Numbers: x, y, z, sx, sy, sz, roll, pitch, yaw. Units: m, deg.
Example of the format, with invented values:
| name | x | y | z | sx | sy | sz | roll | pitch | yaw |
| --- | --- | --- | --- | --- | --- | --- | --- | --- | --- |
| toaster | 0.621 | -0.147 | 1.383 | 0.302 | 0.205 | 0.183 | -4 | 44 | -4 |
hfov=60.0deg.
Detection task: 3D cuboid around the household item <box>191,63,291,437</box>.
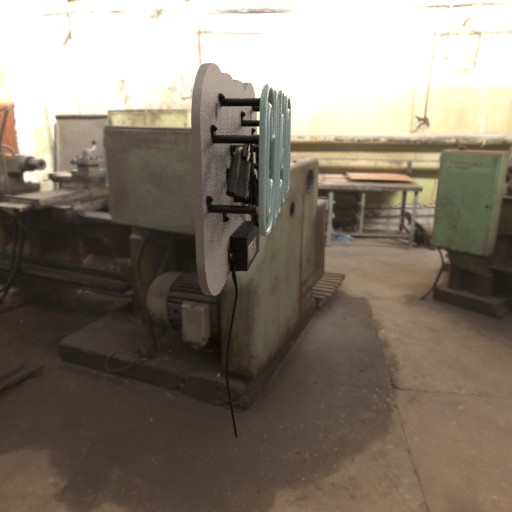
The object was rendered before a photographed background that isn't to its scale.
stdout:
| name | x | y | z | sx | sy | sz | roll | pitch | yaw |
| --- | --- | --- | --- | --- | --- | --- | --- | --- | --- |
| household item | 0.000 | 0.000 | 0.385 | 0.042 | 0.294 | 0.211 | 3 | 17 | 9 |
